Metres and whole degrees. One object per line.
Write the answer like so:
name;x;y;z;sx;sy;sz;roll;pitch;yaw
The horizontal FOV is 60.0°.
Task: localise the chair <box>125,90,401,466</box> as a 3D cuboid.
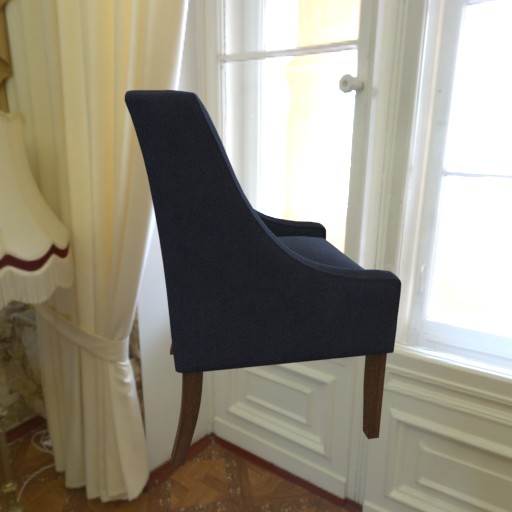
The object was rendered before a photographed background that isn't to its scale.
chair;0.000;0.000;1.310;0.629;0.895;0.629;-3;17;-10
